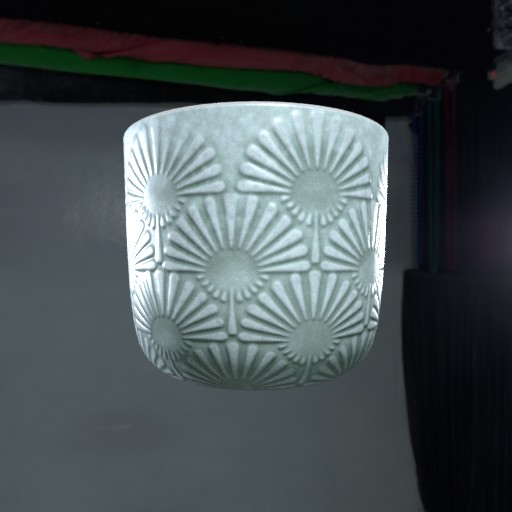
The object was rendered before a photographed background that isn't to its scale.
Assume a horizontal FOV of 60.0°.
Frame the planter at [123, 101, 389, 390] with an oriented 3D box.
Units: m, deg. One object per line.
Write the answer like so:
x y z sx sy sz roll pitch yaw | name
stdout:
0.000 0.000 0.216 0.124 0.109 0.124 0 0 0 | planter
